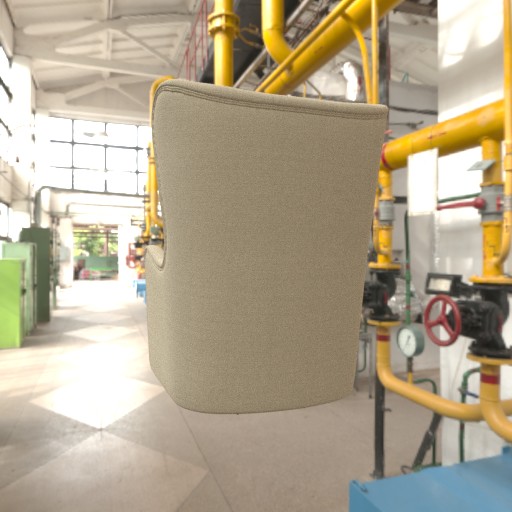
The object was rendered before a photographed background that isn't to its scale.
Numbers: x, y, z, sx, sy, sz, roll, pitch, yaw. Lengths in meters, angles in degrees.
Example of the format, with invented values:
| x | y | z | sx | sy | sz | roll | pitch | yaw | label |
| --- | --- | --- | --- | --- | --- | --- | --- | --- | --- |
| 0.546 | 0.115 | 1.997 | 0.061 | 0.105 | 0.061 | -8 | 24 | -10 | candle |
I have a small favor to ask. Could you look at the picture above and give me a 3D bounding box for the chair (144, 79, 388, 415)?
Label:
| x | y | z | sx | sy | sz | roll | pitch | yaw | label |
| --- | --- | --- | --- | --- | --- | --- | --- | --- | --- |
| 0.000 | 0.000 | 1.747 | 0.831 | 1.079 | 0.929 | 0 | 0 | -18 | chair |
